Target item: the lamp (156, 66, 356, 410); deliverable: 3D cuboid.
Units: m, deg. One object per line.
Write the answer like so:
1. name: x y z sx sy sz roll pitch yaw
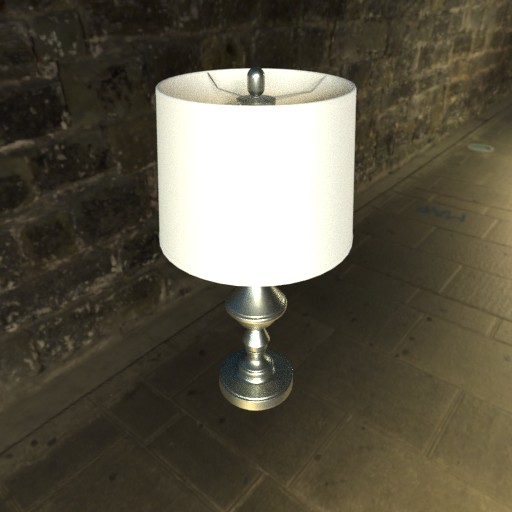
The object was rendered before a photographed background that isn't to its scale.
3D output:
1. lamp: 0.000 0.000 0.924 0.383 0.733 0.383 0 31 0
